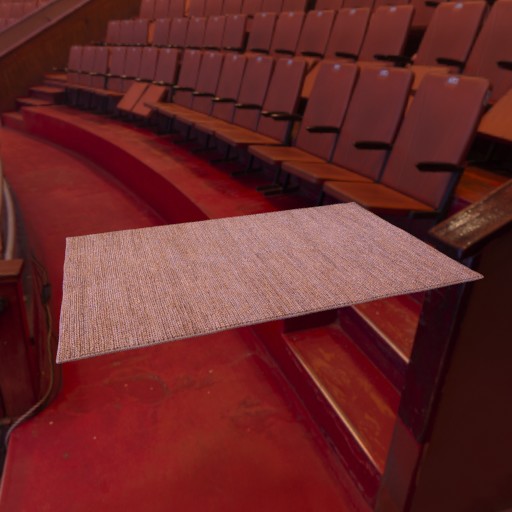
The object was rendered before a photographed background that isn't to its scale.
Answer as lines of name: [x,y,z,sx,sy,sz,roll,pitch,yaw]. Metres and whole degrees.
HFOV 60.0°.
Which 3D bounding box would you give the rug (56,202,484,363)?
rug: [0.000,0.000,3.001,2.438,0.034,1.521,-9,27,-18]
